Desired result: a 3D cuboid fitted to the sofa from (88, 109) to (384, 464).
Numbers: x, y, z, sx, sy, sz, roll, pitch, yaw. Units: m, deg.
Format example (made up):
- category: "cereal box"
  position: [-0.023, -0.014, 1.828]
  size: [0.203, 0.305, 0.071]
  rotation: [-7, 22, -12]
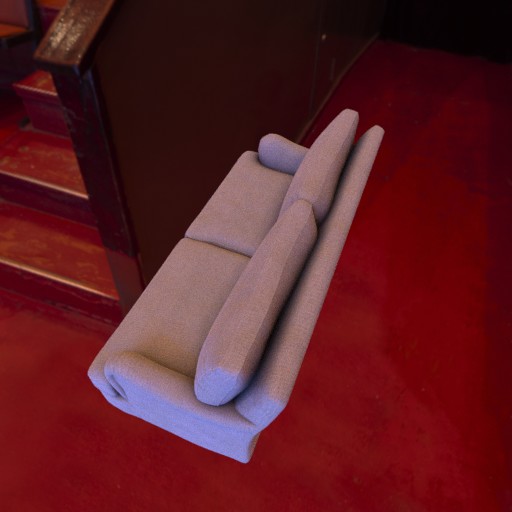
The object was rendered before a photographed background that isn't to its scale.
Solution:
- category: "sofa"
  position: [0.000, 0.000, 2.794]
  size: [1.069, 1.096, 2.193]
  rotation: [16, 49, 14]
